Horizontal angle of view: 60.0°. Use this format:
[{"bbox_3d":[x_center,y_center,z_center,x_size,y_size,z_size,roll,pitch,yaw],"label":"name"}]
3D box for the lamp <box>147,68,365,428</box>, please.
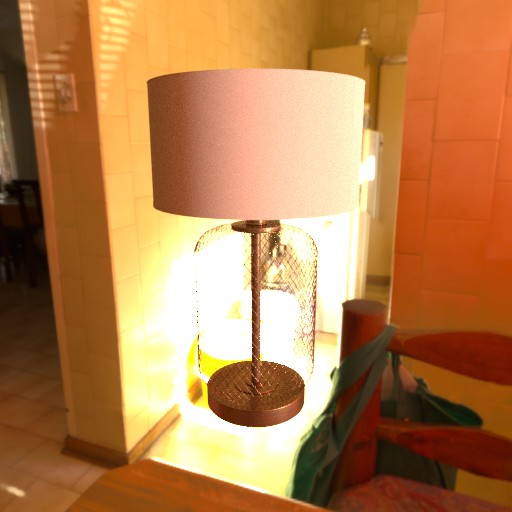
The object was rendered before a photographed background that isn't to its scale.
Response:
[{"bbox_3d":[0.000,0.000,0.802,0.353,0.578,0.353,0,14,0],"label":"lamp"}]
